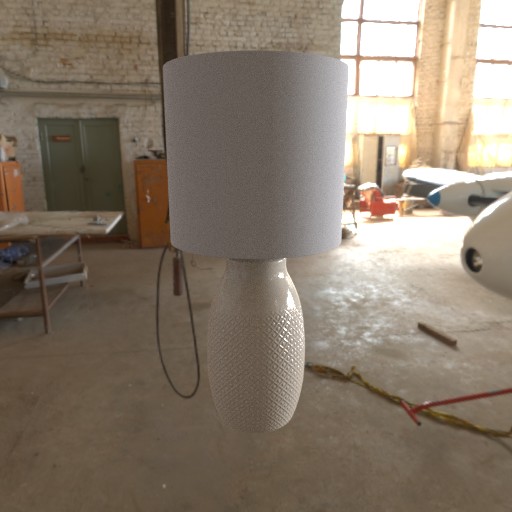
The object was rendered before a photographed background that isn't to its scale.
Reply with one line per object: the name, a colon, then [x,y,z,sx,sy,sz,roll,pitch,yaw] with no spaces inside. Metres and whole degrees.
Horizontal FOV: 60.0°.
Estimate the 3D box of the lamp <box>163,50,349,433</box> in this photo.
lamp: [0.000,0.000,0.578,0.217,0.453,0.217,7,15,26]
